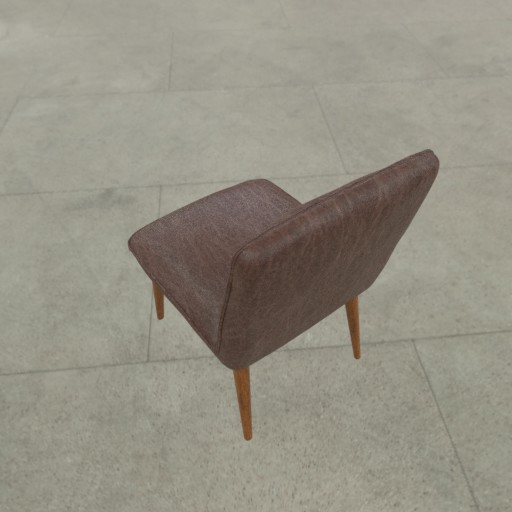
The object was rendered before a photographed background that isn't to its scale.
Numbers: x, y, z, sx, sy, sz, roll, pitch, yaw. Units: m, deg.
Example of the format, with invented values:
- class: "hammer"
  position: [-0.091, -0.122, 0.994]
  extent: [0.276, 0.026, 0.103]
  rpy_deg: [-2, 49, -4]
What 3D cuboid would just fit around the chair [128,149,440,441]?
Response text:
- class: "chair"
  position: [0.000, 0.000, 1.214]
  extent: [0.543, 0.803, 0.645]
  rpy_deg: [-32, 55, -26]
